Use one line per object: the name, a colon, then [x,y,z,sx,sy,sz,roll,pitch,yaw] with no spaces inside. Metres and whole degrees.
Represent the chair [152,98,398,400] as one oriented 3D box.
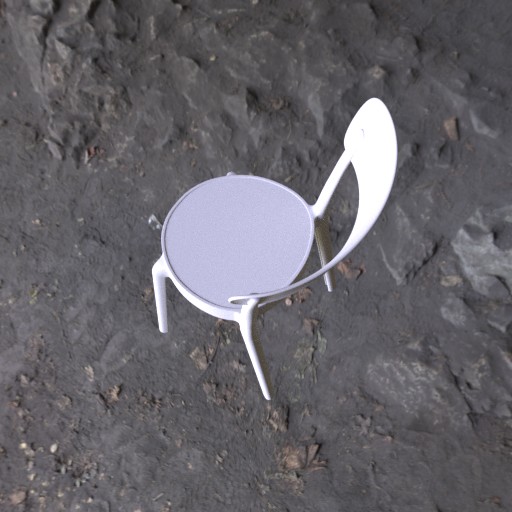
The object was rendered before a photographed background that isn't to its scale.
chair: [0.000,0.000,1.148,0.491,0.790,0.506,28,66,14]
